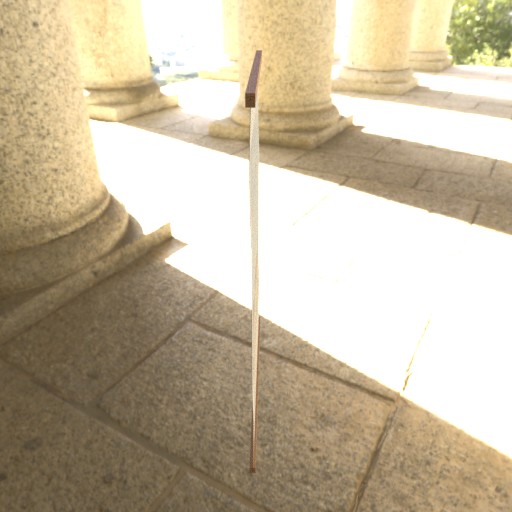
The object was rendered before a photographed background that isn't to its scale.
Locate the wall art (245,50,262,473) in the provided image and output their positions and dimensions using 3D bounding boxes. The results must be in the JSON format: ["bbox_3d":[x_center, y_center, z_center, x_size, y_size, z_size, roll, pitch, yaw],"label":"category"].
[{"bbox_3d":[0.000,0.000,1.913,0.025,1.521,1.011,1,30,1],"label":"wall art"}]
